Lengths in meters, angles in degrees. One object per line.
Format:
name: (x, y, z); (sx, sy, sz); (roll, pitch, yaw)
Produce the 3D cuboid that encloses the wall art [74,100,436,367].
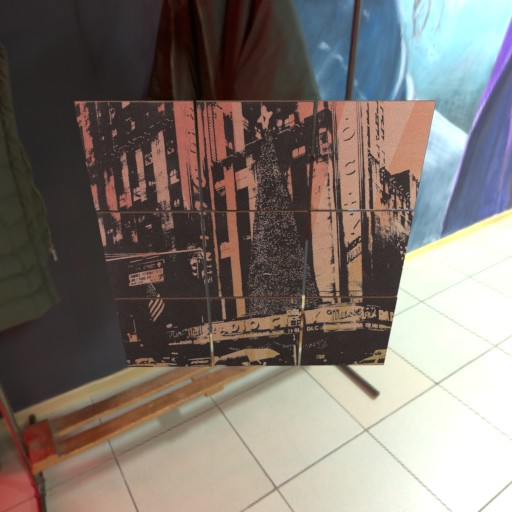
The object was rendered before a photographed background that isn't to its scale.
wall art: (0.000, 0.000, 2.259); (1.527, 1.521, 0.017); (0, 31, 0)
